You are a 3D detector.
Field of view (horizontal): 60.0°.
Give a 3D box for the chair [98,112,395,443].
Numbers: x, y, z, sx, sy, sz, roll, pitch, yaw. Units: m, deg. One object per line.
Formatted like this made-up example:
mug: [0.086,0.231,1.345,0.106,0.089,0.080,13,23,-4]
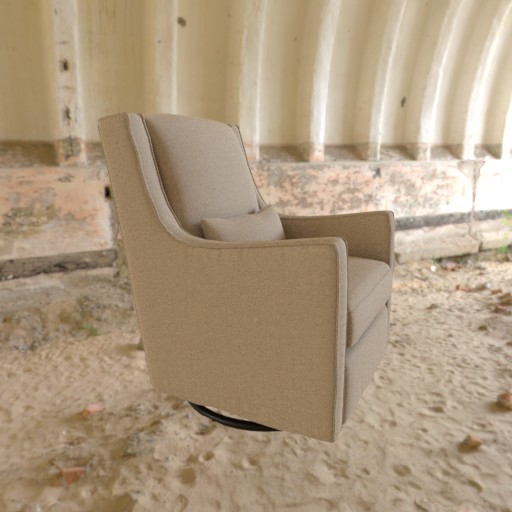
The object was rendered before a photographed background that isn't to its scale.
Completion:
chair: [0.000,0.000,1.591,0.879,0.993,0.732,7,14,27]
